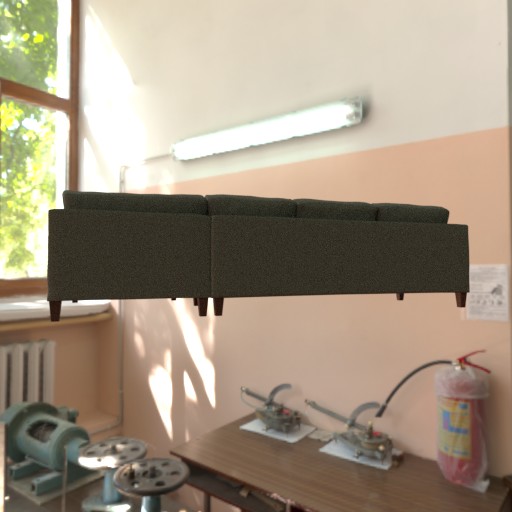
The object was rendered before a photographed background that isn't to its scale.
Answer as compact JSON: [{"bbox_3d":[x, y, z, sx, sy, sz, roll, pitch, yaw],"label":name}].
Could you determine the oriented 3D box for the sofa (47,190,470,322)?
[{"bbox_3d":[0.000,0.000,3.925,3.186,0.861,1.625,0,-2,-18],"label":"sofa"}]
